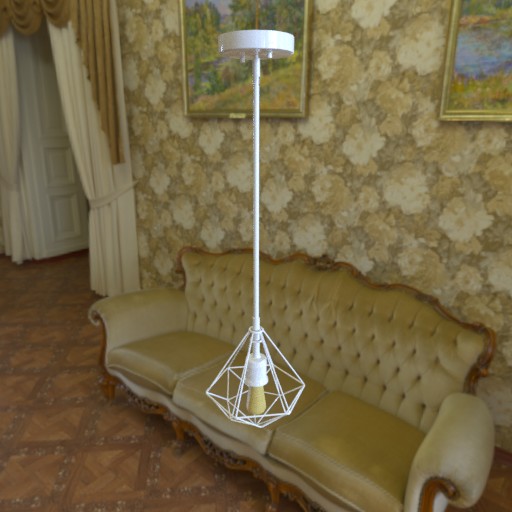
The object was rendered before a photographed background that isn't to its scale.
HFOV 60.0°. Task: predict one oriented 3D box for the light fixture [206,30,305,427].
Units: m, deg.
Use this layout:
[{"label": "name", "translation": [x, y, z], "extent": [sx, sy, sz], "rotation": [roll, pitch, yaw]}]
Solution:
[{"label": "light fixture", "translation": [0.000, 0.000, 1.968], "extent": [0.487, 1.764, 0.431], "rotation": [-2, 17, -8]}]
